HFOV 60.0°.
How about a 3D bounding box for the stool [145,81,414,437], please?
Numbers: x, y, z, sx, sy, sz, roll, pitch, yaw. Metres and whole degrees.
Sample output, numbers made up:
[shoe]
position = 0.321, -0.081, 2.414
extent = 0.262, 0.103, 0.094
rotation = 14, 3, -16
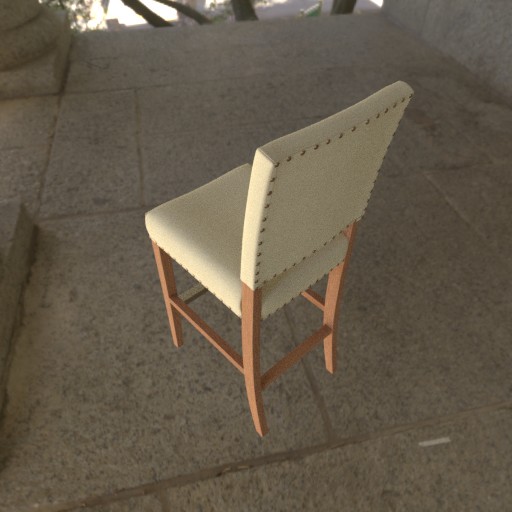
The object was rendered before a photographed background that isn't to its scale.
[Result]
[stool]
position = 0.000, 0.000, 1.419
extent = 0.445, 1.168, 0.584
rotation = -32, 53, -28
